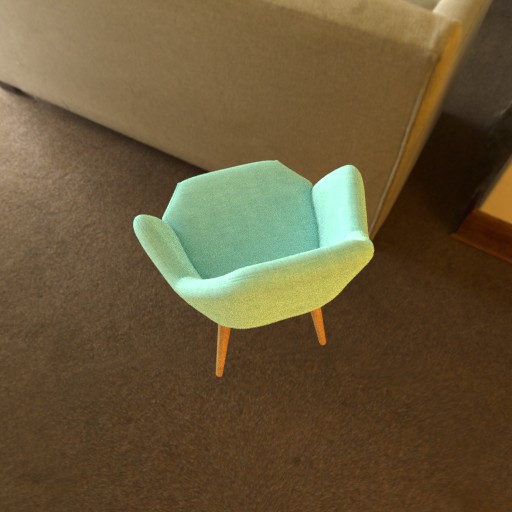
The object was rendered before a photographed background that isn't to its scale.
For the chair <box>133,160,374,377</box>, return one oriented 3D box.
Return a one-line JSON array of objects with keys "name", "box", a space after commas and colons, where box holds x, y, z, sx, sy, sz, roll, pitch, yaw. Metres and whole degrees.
[{"name": "chair", "box": [0.000, 0.000, 1.266, 0.590, 0.840, 0.610, -15, 60, -9]}]
